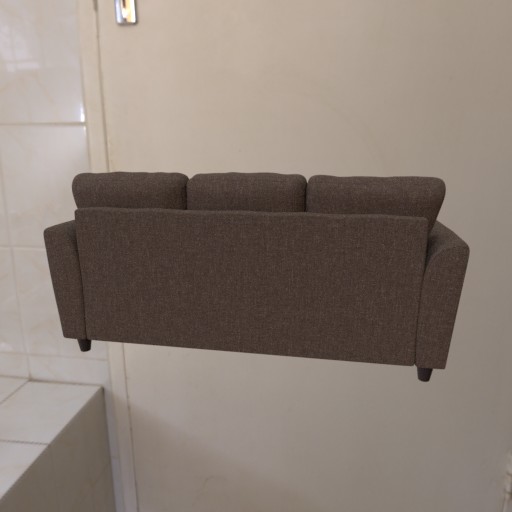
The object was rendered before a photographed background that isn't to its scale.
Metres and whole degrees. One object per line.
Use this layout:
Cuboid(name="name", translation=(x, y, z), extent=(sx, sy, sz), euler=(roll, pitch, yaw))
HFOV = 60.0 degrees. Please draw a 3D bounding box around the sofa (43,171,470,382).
Cuboid(name="sofa", translation=(0.000, 0.000, 2.314), extent=(1.847, 0.891, 0.837), euler=(3, 15, 10))
